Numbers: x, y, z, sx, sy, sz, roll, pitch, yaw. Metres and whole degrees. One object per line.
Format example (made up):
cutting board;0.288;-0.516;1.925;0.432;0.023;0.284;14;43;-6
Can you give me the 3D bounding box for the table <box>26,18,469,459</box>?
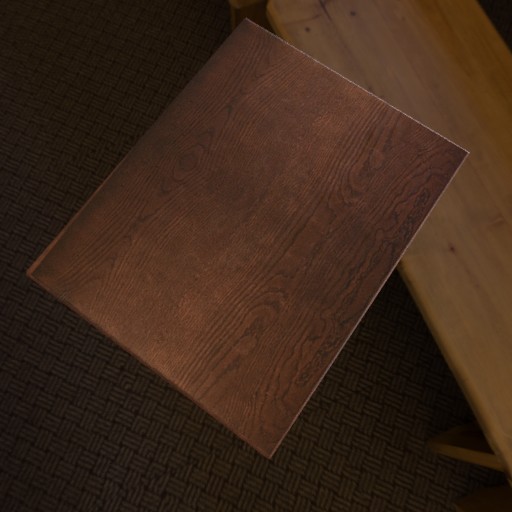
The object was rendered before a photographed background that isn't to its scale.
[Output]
table;0.000;0.000;0.998;0.461;0.597;0.586;35;78;8
